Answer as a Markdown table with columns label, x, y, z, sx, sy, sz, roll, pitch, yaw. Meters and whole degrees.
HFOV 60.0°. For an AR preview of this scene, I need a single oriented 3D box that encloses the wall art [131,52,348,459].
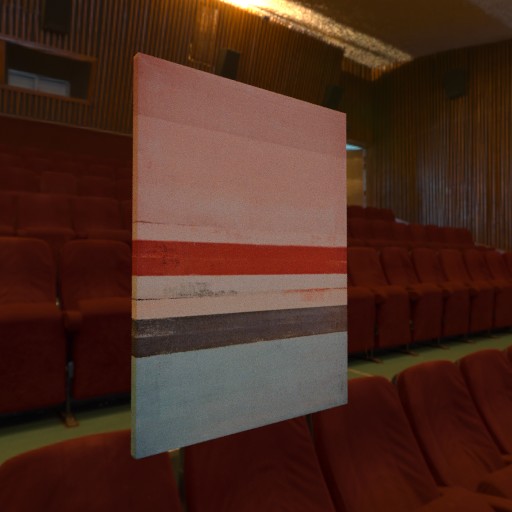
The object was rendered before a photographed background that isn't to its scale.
| label | x | y | z | sx | sy | sz | roll | pitch | yaw |
| --- | --- | --- | --- | --- | --- | --- | --- | --- | --- |
| wall art | 0.000 | 0.000 | 1.345 | 0.761 | 1.016 | 0.039 | 1 | -2 | -36 |
